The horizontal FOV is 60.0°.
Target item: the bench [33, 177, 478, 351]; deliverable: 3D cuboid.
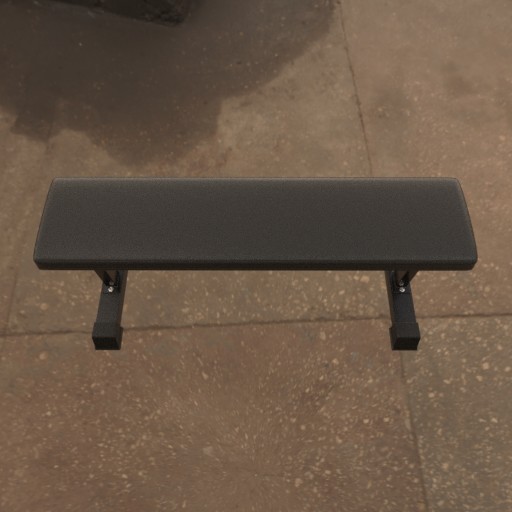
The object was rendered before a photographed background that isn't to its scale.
[{"bbox_3d":[0.000,0.000,1.289,1.072,0.453,0.439,0,64,0],"label":"bench"}]
